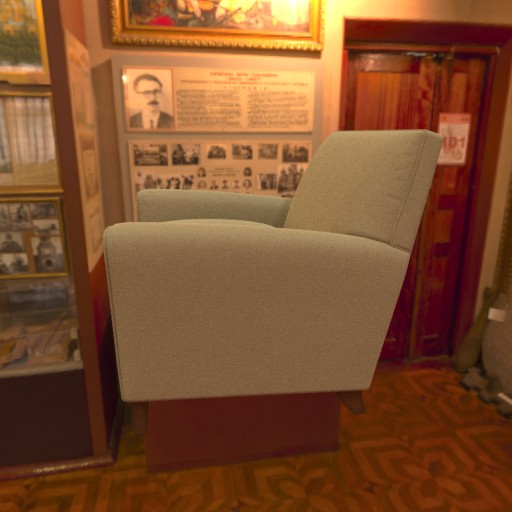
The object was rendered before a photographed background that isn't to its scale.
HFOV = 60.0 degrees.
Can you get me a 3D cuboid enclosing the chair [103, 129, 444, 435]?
[{"bbox_3d":[0.000,0.000,1.551,0.871,0.846,0.840,-2,16,-8],"label":"chair"}]
